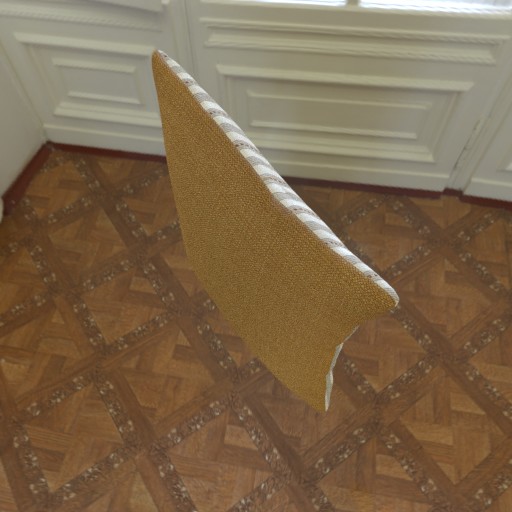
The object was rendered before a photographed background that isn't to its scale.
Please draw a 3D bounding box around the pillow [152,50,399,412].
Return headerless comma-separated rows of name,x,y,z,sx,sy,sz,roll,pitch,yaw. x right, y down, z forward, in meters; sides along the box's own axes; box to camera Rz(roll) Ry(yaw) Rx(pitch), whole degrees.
pillow,0.000,0.000,0.651,0.147,0.437,0.432,-32,63,-18
